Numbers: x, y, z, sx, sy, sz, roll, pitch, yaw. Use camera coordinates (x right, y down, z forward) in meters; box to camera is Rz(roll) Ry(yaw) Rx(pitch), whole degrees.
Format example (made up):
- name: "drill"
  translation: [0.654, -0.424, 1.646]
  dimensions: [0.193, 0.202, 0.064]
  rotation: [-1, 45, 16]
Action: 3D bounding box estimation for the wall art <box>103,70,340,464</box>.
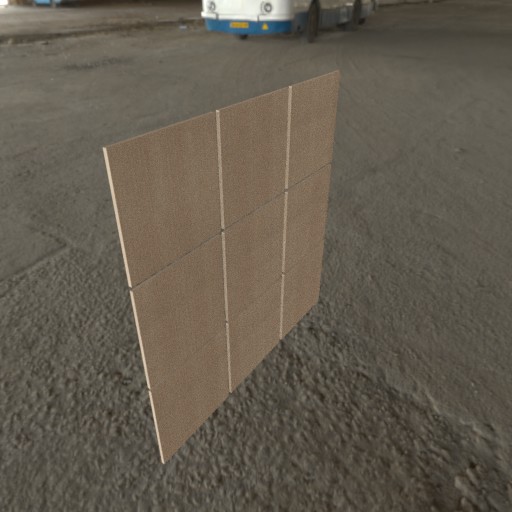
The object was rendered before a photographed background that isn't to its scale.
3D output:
- name: "wall art"
  translation: [0.000, 0.000, 1.768]
  dimensions: [0.013, 1.218, 1.219]
  rotation: [20, 38, 29]
